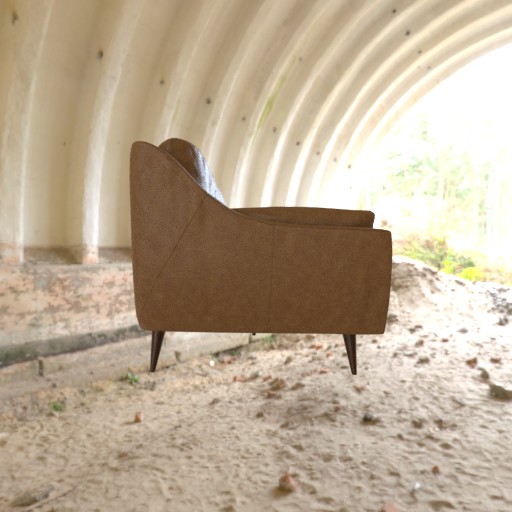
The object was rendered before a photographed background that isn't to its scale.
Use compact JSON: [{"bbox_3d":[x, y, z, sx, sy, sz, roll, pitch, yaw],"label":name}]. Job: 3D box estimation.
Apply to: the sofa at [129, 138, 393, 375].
[{"bbox_3d":[0.000,0.000,2.341,0.904,0.839,1.902,0,0,-1],"label":"sofa"}]
